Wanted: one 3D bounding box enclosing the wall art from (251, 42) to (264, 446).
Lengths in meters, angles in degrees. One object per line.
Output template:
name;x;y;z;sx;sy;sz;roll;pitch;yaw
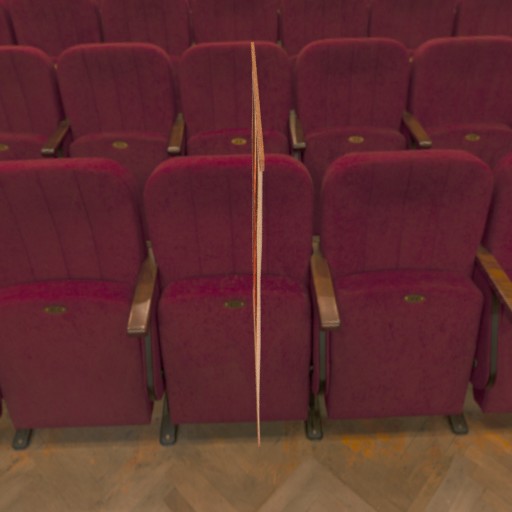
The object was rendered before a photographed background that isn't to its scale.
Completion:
wall art;0.000;0.000;1.999;0.019;1.527;1.019;-1;41;-1
